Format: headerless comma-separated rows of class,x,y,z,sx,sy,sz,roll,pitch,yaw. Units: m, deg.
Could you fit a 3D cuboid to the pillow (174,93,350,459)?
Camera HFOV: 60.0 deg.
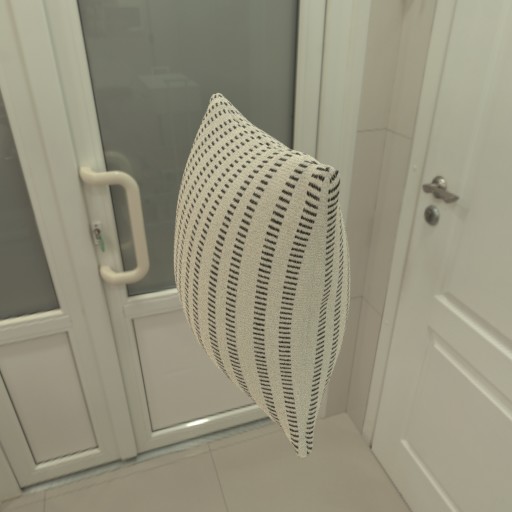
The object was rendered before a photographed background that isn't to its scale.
pillow,0.000,0.000,0.691,0.247,0.419,0.438,-10,31,-17
